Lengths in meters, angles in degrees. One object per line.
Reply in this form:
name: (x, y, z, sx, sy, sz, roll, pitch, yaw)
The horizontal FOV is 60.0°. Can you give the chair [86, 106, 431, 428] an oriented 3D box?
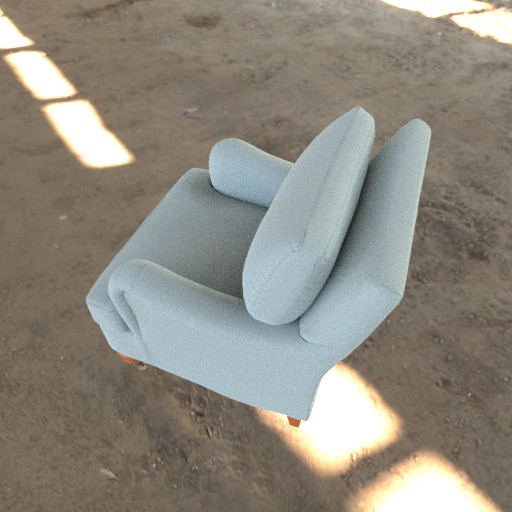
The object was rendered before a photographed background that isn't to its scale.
chair: (0.000, 0.000, 1.801, 1.070, 1.038, 0.955, 15, 48, 14)
